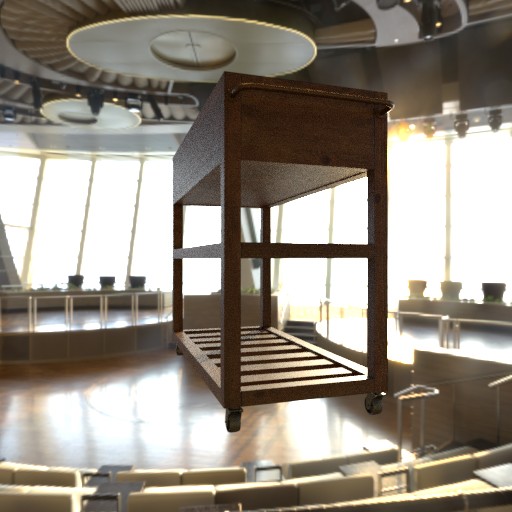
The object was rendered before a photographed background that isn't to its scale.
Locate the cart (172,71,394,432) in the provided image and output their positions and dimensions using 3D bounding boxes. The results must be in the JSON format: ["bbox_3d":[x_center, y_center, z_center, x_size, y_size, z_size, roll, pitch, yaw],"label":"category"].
[{"bbox_3d":[0.000,0.000,1.501,0.445,0.830,1.065,0,0,-18],"label":"cart"}]
